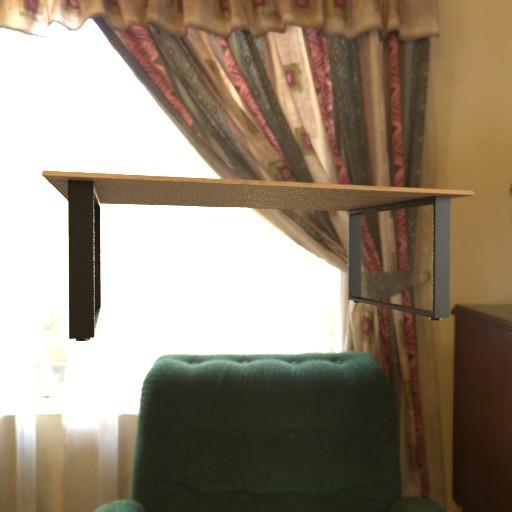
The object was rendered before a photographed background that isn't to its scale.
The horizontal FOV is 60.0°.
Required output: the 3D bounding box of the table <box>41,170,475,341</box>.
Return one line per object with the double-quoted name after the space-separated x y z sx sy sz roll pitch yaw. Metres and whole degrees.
0.000 0.000 1.628 1.331 0.445 0.693 0 1 -18 "table"
